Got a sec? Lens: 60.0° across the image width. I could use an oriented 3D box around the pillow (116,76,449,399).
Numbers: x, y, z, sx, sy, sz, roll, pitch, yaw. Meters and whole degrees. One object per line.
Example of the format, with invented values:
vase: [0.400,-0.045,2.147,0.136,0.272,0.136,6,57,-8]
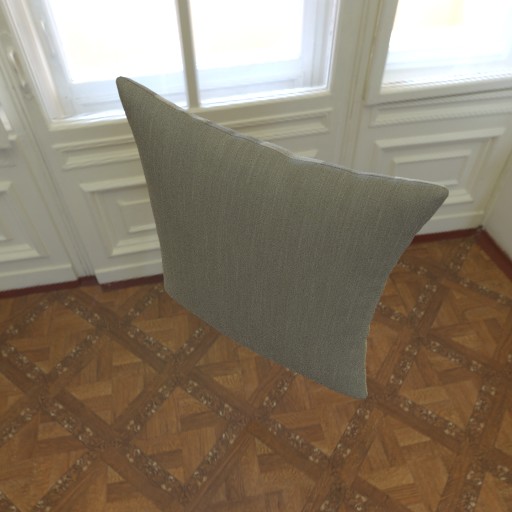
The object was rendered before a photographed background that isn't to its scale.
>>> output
pillow: [0.000,0.000,0.767,0.511,0.509,0.161,26,52,22]
